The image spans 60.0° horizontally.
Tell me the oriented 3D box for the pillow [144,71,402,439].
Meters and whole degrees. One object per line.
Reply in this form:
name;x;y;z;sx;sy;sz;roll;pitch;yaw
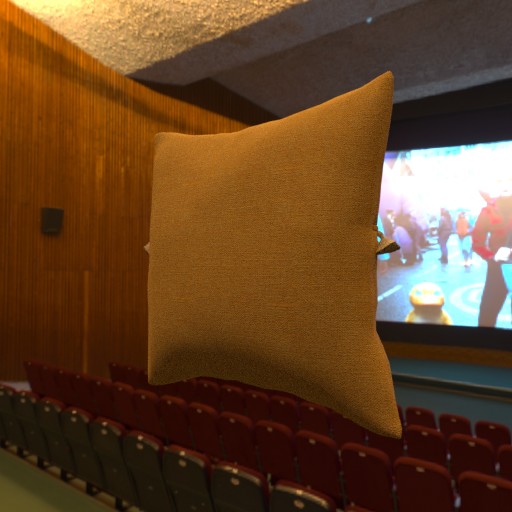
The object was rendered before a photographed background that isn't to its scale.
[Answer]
pillow;0.000;0.000;0.729;0.485;0.481;0.167;-1;-2;36
